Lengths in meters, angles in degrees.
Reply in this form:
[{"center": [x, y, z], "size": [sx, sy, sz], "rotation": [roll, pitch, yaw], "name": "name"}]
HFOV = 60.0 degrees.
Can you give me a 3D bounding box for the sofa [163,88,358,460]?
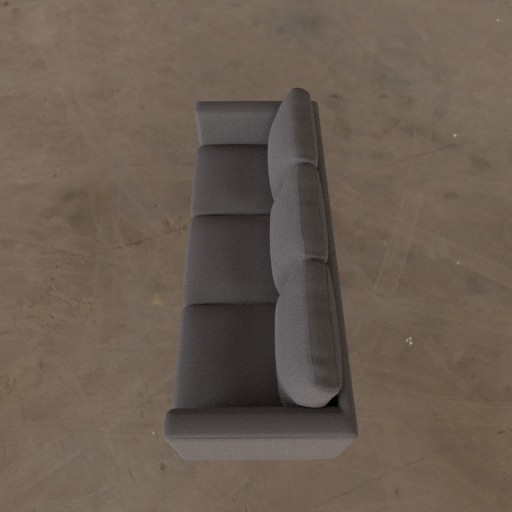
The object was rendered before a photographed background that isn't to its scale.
[{"center": [0.000, 0.000, 2.488], "size": [0.802, 0.912, 2.029], "rotation": [0, 58, 0], "name": "sofa"}]
